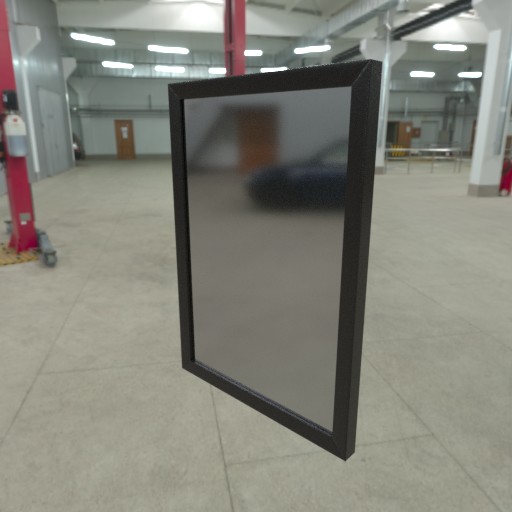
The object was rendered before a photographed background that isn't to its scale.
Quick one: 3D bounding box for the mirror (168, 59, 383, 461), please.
[{"bbox_3d":[0.000,0.000,0.932,0.507,0.710,0.040,14,21,41],"label":"mirror"}]
